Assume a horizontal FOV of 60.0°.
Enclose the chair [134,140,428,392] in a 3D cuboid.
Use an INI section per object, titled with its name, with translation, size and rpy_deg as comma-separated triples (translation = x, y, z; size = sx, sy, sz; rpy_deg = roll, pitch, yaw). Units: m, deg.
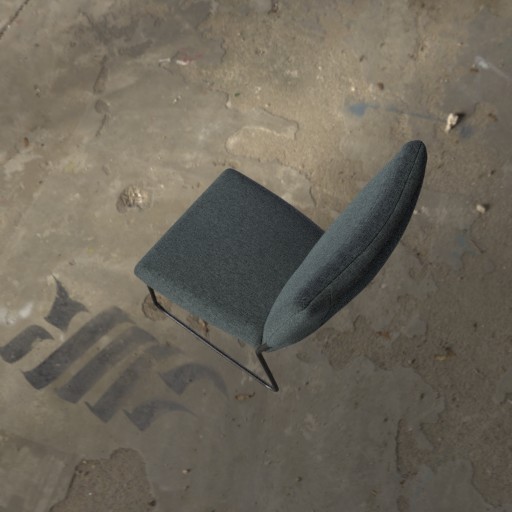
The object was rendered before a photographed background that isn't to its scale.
[chair]
translation = 0.000, 0.000, 1.277
size = 0.635, 0.931, 0.480
rpy_deg = 33, 69, 15
